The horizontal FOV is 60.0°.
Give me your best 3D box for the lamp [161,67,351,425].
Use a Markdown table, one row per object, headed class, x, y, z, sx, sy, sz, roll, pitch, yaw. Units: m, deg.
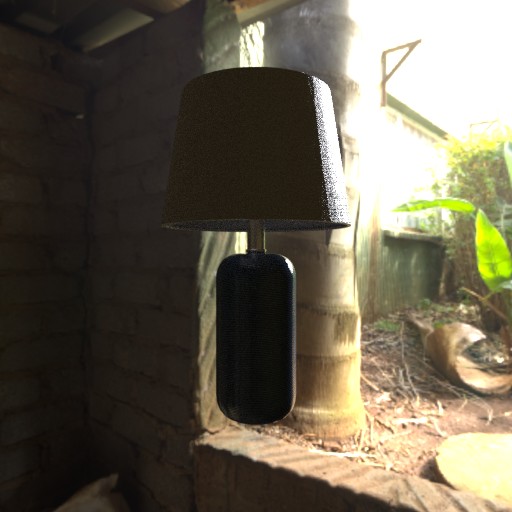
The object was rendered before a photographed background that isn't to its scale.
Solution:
| class | x | y | z | sx | sy | sz | roll | pitch | yaw |
| --- | --- | --- | --- | --- | --- | --- | --- | --- | --- |
| lamp | 0.000 | 0.000 | 0.600 | 0.253 | 0.428 | 0.253 | 0 | 0 | 0 |
